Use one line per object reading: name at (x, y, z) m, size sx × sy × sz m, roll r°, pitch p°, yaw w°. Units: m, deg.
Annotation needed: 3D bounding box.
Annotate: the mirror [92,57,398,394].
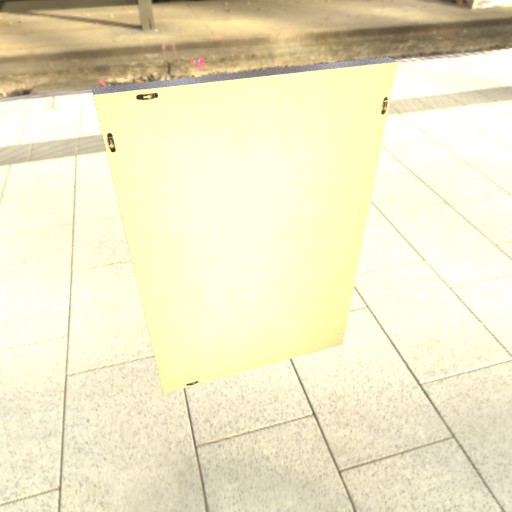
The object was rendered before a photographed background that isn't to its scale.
mirror at (0.000, 0.000, 1.149) m, size 0.609 × 0.915 × 0.041 m, roll -12°, pitch 41°, yaw -14°
